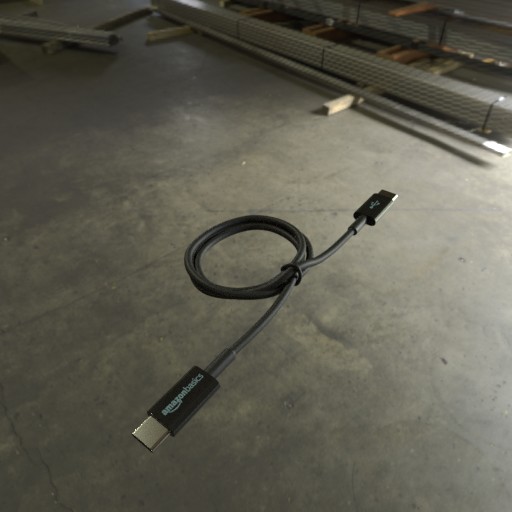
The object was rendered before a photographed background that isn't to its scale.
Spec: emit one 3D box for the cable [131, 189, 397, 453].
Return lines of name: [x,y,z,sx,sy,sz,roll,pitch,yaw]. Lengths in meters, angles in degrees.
cable: [0.000,0.000,0.227,0.070,0.014,0.203,26,47,27]
